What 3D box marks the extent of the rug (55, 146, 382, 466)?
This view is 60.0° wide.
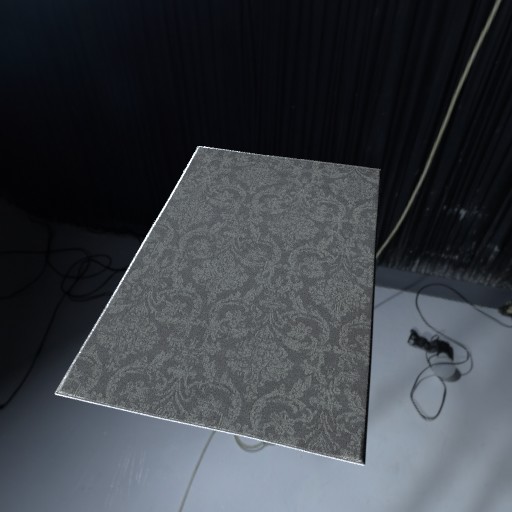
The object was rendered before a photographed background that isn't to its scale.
[{"bbox_3d":[0.000,0.000,3.411,1.819,0.018,2.746,9,47,9],"label":"rug"}]
